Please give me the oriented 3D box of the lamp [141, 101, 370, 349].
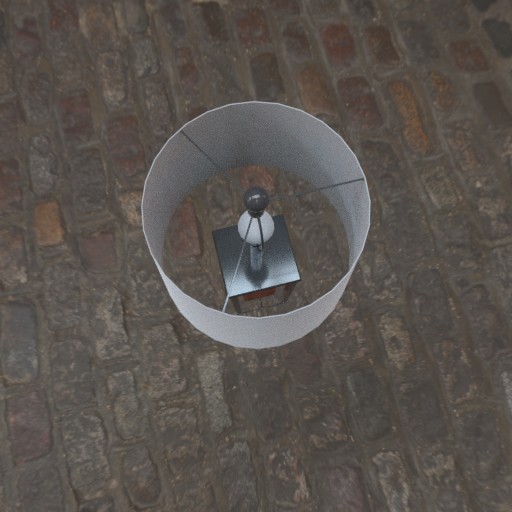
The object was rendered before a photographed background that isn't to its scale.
[{"bbox_3d":[0.000,0.000,0.777,0.320,0.591,0.320,0,77,0],"label":"lamp"}]
